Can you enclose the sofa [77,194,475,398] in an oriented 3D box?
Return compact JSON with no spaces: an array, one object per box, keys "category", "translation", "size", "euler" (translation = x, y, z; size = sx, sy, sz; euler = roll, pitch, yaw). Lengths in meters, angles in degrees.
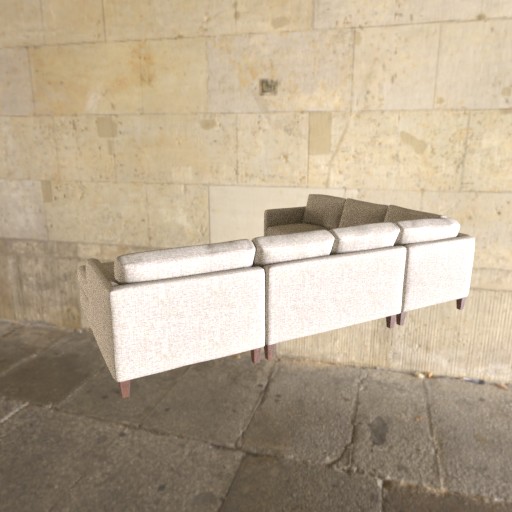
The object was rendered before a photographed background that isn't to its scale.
[{"category":"sofa","translation":[0.000,0.000,4.602],"size":[3.460,0.959,2.593],"euler":[-8,16,-28]}]
